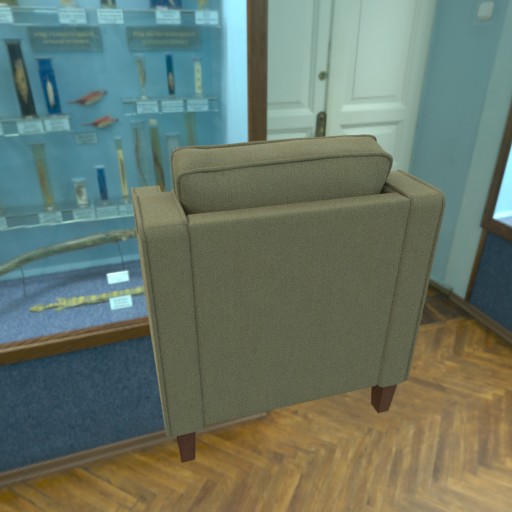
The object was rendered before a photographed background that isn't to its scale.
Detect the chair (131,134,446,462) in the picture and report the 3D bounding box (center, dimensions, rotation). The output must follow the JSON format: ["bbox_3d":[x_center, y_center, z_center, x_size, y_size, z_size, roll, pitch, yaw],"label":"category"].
[{"bbox_3d":[0.000,0.000,1.650,0.831,0.960,0.909,-8,28,-15],"label":"chair"}]
